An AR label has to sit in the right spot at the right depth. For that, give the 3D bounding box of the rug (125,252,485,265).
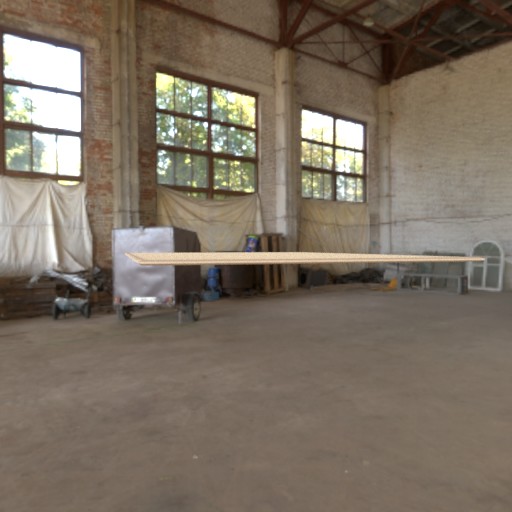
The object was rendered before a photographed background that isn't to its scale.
[{"bbox_3d":[0.000,0.000,2.750,1.525,0.020,2.081,0,1,-18],"label":"rug"}]
